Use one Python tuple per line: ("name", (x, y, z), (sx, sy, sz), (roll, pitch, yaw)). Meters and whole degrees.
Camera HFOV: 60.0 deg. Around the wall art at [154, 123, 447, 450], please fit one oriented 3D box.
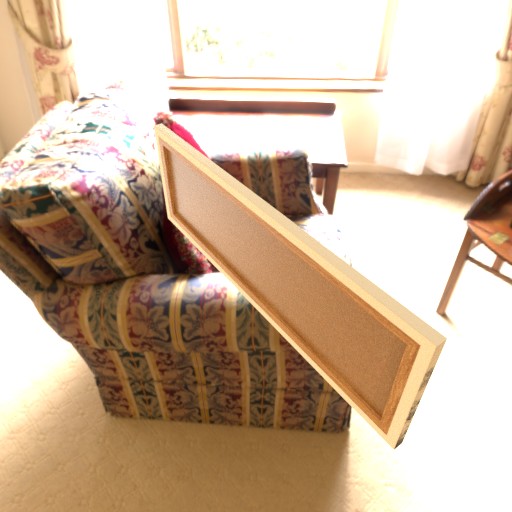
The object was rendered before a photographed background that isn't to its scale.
("wall art", (0.000, 0.000, 1.687), (0.044, 0.507, 1.520), (-25, 46, -26))
